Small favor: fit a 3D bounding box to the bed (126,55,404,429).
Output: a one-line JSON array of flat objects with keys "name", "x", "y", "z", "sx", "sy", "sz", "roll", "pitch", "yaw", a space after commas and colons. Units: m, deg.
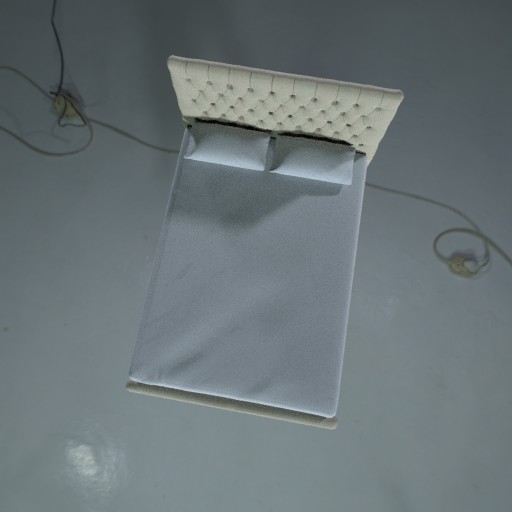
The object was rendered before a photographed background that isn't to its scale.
[{"name": "bed", "x": 0.000, "y": 0.000, "z": 3.497, "sx": 1.698, "sy": 1.427, "sz": 2.387, "roll": 10, "pitch": 75, "yaw": 3}]
